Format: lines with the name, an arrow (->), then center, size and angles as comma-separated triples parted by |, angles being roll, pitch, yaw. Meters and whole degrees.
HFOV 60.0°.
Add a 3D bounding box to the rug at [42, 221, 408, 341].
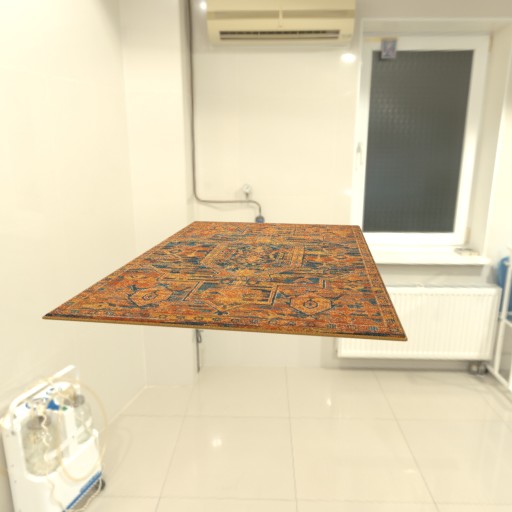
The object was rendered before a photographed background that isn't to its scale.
rug -> 0.000, 0.000, 1.072 | 0.557, 0.008, 0.863 | 2, 15, 8
